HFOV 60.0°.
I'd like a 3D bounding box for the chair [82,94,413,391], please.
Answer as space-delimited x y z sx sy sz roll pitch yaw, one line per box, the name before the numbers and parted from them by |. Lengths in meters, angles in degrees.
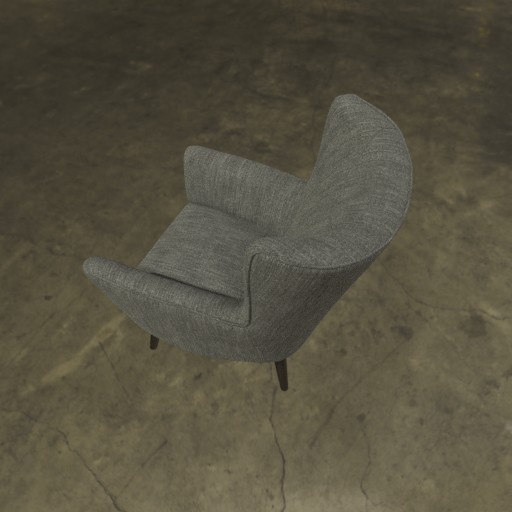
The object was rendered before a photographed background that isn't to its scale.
chair | 0.000 0.000 1.578 0.888 0.933 0.781 16 49 15
